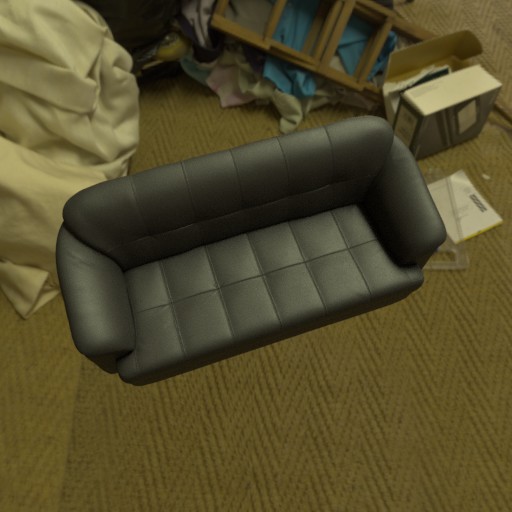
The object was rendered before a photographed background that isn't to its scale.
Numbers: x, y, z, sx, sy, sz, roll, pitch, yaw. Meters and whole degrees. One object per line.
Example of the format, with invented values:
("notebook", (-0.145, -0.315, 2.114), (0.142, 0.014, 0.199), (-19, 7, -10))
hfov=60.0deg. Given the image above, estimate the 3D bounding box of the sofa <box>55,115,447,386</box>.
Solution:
("sofa", (0.000, 0.000, 2.277), (1.829, 0.811, 0.800), (-17, 65, -8))
